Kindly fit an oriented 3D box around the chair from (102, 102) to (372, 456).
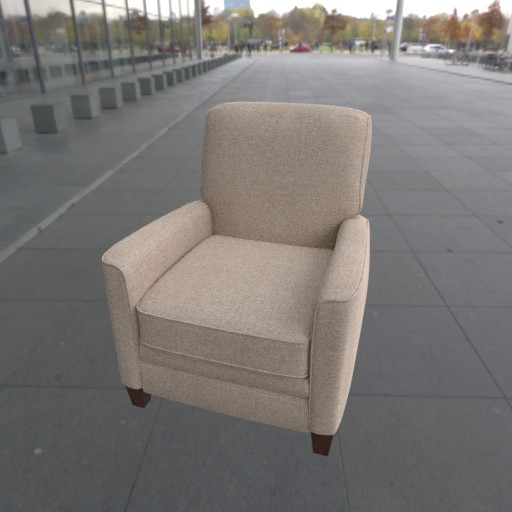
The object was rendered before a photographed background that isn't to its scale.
[{"bbox_3d":[0.000,0.000,1.682,0.841,1.028,0.858,8,27,16],"label":"chair"}]
